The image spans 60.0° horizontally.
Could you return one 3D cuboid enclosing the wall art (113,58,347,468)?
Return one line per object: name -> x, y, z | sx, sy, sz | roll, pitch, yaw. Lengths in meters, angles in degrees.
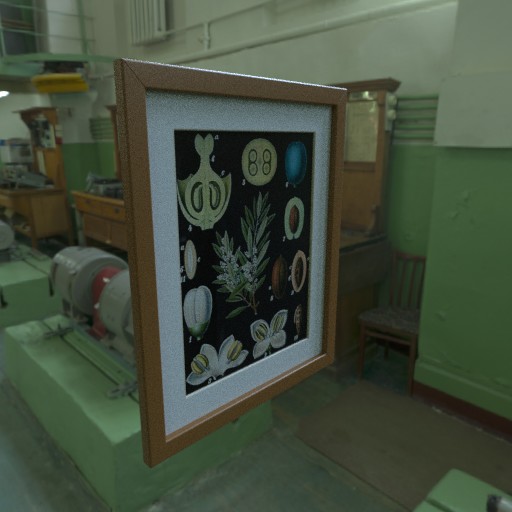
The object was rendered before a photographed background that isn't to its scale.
wall art -> 0.000, 0.000, 0.730 | 0.449, 0.550, 0.021 | -14, 20, -43
